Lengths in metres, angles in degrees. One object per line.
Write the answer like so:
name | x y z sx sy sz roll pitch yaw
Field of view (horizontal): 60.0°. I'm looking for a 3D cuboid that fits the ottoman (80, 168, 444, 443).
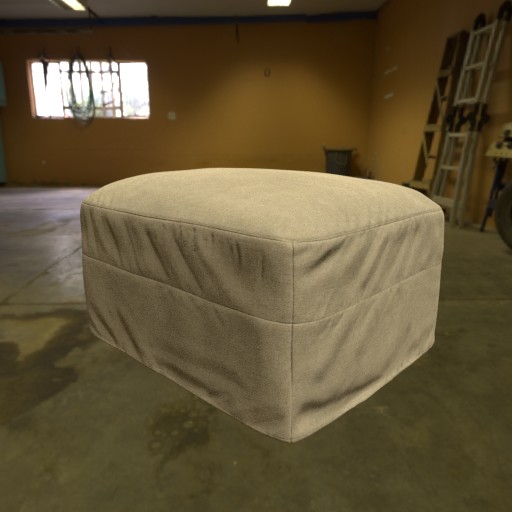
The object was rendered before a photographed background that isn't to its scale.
ottoman | 0.000 0.000 1.251 0.837 0.481 0.683 13 20 42
